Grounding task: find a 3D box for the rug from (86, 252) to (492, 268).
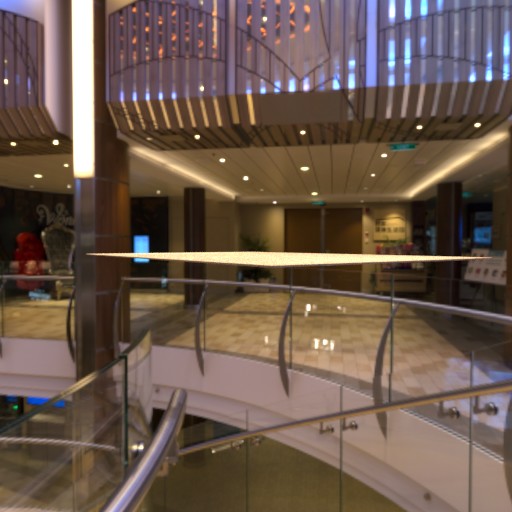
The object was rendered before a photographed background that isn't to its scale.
[{"bbox_3d":[0.000,0.000,2.312,1.221,0.006,1.827,-1,2,-36],"label":"rug"}]
